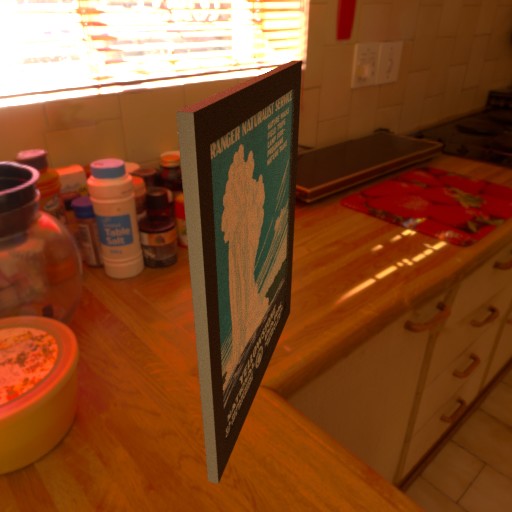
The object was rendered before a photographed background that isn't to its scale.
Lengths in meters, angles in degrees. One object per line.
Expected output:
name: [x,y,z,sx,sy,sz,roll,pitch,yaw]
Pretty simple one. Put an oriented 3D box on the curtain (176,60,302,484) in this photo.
curtain: [0.000,0.000,0.778,0.027,0.585,0.483,9,31,15]
